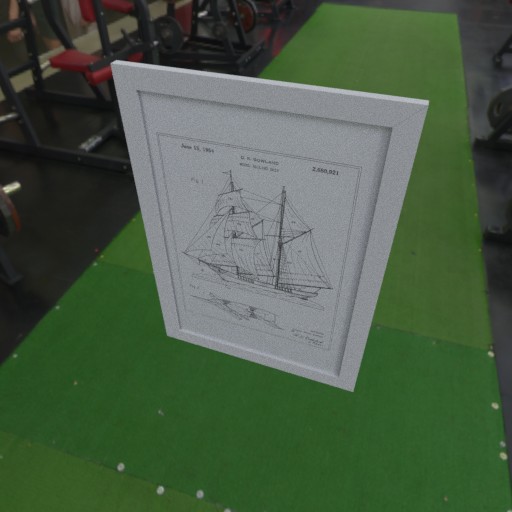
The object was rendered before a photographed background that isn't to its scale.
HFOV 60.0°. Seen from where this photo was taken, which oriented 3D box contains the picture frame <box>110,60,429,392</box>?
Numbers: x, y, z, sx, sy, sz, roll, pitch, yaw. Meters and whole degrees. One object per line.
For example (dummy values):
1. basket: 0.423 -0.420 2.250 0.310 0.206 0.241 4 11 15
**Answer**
1. picture frame: 0.000 0.000 0.586 0.326 0.459 0.011 13 43 15
